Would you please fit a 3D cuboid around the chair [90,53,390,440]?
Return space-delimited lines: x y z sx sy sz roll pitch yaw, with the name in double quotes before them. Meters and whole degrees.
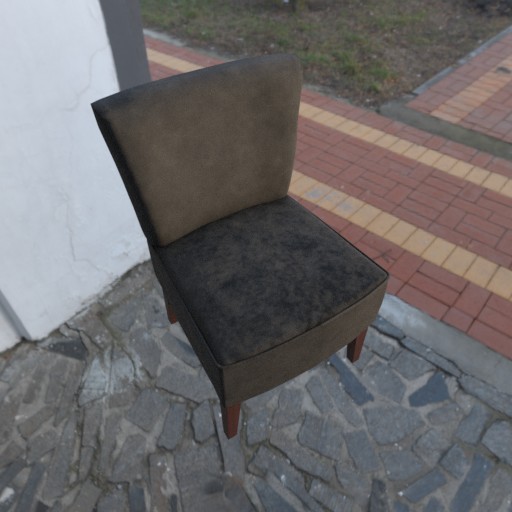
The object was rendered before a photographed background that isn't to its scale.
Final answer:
"chair" 0.000 0.000 1.169 0.521 0.806 0.554 -24 50 -22
